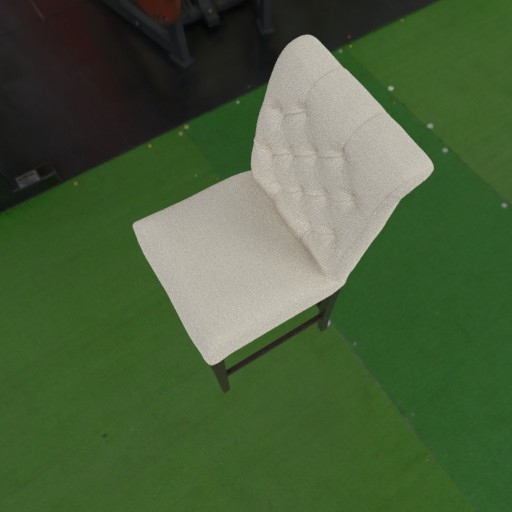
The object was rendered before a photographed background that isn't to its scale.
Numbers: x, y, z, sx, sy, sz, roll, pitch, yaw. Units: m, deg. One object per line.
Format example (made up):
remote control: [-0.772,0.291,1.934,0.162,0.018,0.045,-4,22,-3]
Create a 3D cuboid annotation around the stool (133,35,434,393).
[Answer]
stool: [0.000,0.000,1.422,0.610,1.118,0.482,-29,68,-13]
